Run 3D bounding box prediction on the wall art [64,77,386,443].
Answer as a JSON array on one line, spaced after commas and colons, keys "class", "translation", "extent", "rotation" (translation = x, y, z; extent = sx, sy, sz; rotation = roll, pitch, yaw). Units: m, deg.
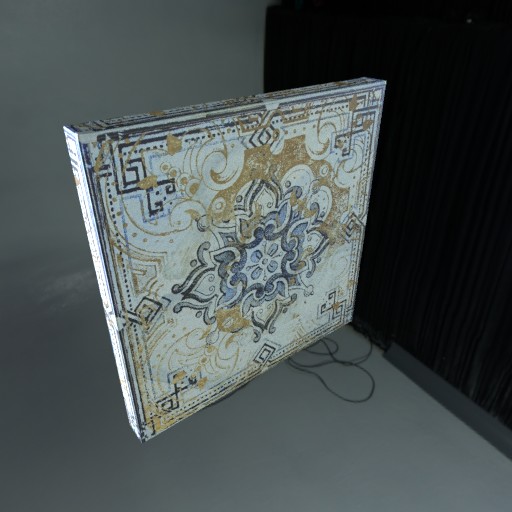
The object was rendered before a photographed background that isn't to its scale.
[{"class": "wall art", "translation": [0.000, 0.000, 0.600], "extent": [0.411, 0.410, 0.038], "rotation": [-22, 38, -32]}]
